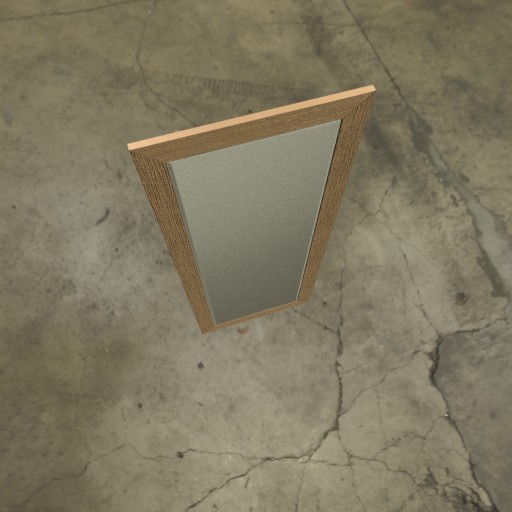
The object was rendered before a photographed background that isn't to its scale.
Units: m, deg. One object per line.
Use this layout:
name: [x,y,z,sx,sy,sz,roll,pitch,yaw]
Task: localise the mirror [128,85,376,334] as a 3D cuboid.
mirror: [0.000,0.000,2.311,0.812,2.031,0.026,-16,65,-8]
